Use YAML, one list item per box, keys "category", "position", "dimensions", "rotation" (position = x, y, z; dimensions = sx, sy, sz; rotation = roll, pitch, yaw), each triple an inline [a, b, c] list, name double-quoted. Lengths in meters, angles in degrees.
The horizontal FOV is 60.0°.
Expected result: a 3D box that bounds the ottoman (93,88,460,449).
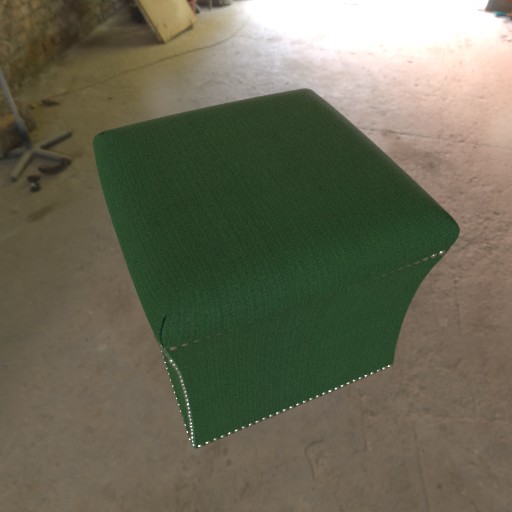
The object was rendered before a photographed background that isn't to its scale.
- category: "ottoman"
  position: [0.000, 0.000, 0.905]
  dimensions: [0.497, 0.475, 0.507]
  rotation: [-17, 50, -15]
